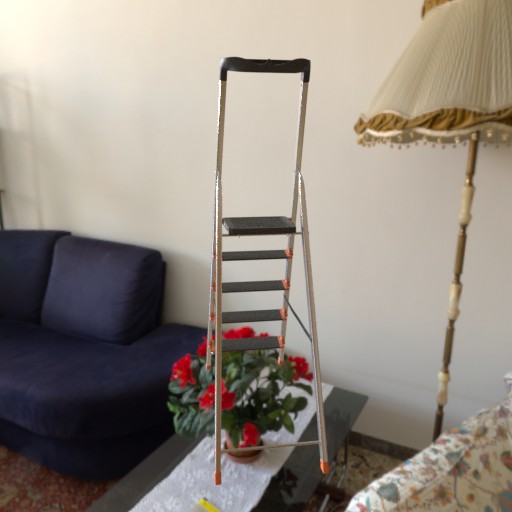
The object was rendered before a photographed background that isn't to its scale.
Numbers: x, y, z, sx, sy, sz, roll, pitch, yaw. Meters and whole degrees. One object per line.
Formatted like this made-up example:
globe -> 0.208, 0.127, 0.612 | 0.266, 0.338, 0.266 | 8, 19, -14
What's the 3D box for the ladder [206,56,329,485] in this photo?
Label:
ladder -> 0.000, 0.000, 2.097 | 0.480, 1.646, 0.995 | -2, 14, -8
